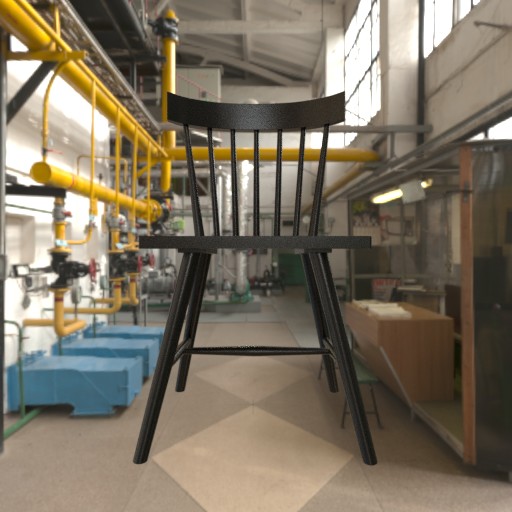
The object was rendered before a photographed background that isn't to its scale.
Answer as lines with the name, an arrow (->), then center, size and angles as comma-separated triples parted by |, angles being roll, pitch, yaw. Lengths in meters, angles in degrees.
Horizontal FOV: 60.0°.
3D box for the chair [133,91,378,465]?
chair -> 0.000, 0.000, 1.136 | 0.506, 0.844, 0.483 | 0, 1, 1
